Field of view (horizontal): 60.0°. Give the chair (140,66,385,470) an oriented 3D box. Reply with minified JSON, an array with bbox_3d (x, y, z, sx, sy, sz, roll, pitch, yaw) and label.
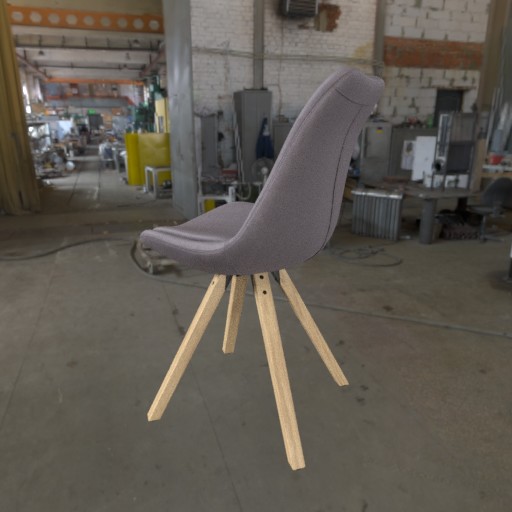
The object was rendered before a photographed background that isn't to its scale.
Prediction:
[{"bbox_3d":[0.000,0.000,1.151,0.547,0.865,0.483,8,19,25],"label":"chair"}]
